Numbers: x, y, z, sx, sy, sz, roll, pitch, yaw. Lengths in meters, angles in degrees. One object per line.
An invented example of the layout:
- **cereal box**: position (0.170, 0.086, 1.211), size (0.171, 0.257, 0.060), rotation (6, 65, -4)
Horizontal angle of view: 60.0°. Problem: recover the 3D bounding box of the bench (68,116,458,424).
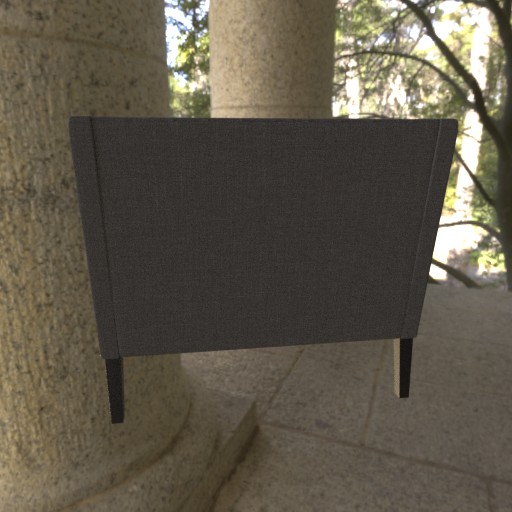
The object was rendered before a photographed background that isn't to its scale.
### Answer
- **bench**: position (0.000, 0.000, 1.935), size (1.276, 1.121, 0.842), rotation (-2, 15, -8)
